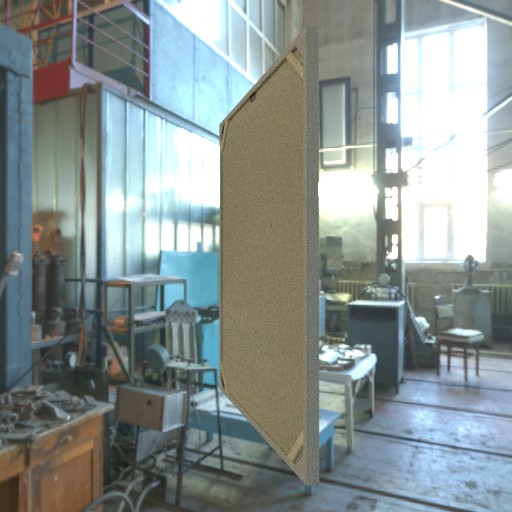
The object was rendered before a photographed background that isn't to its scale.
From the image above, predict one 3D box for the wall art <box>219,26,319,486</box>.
[{"bbox_3d":[0.000,0.000,1.604,0.038,1.212,0.914,0,0,-19],"label":"wall art"}]
